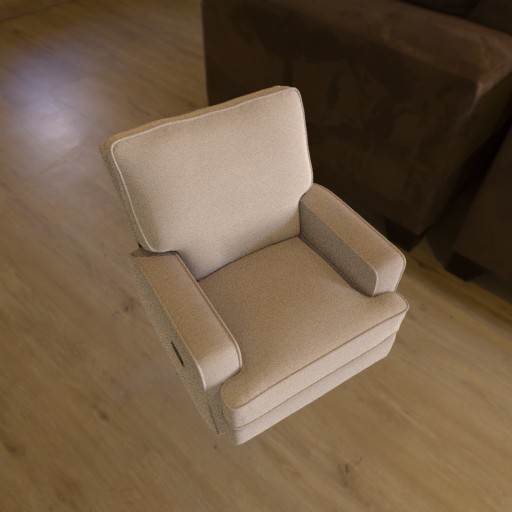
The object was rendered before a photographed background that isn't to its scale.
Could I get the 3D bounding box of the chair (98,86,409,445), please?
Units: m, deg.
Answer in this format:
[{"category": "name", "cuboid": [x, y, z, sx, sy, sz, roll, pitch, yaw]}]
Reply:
[{"category": "chair", "cuboid": [0.000, 0.000, 1.699, 0.861, 0.964, 0.969, -25, 53, -20]}]
